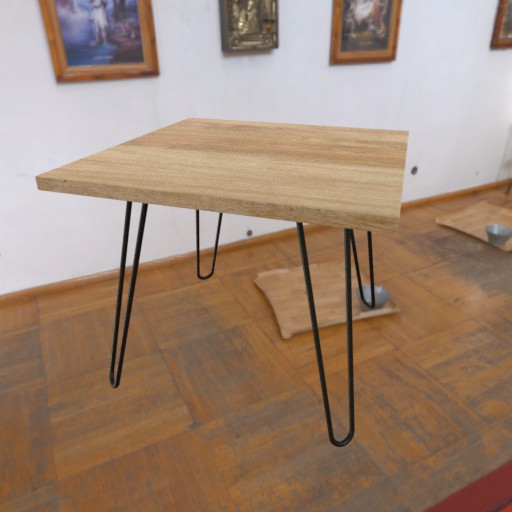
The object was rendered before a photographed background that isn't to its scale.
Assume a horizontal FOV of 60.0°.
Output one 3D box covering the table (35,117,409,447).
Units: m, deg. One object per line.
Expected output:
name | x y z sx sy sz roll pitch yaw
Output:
table | 0.000 0.000 1.038 0.599 0.500 0.599 9 28 16
